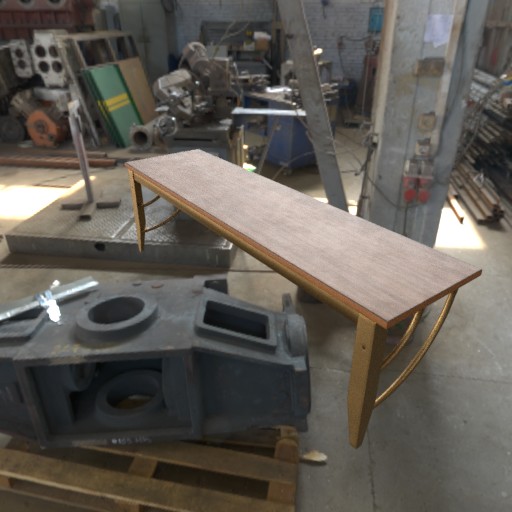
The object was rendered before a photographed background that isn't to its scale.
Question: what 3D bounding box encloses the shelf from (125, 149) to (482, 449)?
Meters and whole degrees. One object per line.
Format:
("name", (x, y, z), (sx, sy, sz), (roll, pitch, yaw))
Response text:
("shelf", (0.000, 0.000, 0.726), (0.166, 0.190, 0.636), (-20, 34, -32))
